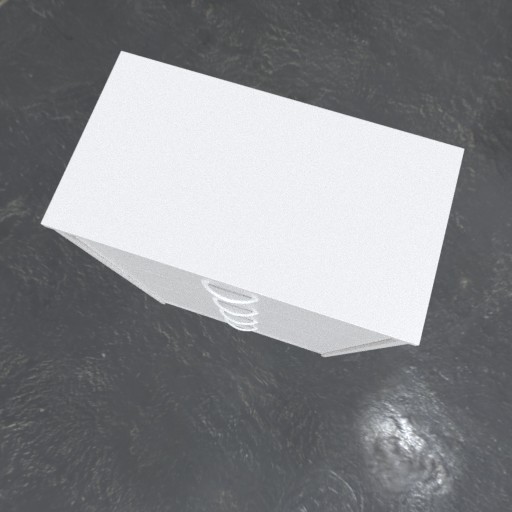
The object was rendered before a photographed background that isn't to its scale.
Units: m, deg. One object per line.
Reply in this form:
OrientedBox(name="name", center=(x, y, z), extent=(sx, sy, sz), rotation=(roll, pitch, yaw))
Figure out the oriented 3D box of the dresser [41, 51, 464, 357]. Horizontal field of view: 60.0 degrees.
OrientedBox(name="dresser", center=(0.000, 0.000, 1.318), extent=(0.704, 1.021, 0.401), rotation=(18, 76, 4))
